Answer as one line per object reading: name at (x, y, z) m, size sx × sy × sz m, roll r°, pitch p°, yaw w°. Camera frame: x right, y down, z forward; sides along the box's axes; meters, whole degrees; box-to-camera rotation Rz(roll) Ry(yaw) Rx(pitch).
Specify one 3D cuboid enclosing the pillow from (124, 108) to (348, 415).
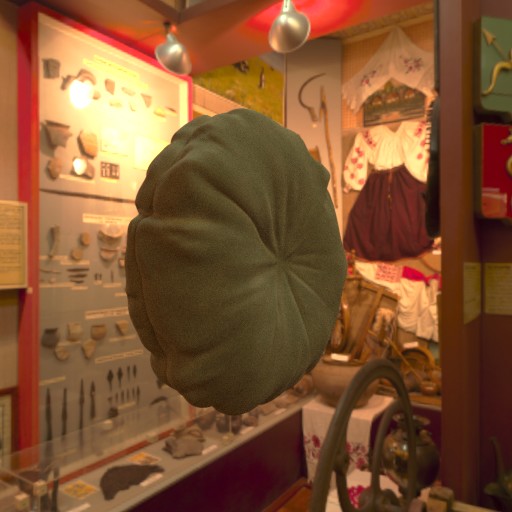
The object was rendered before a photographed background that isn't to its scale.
pillow at (0.000, 0.000, 0.641) m, size 0.148 × 0.407 × 0.428 m, roll 0°, pitch 0°, yaw 36°
